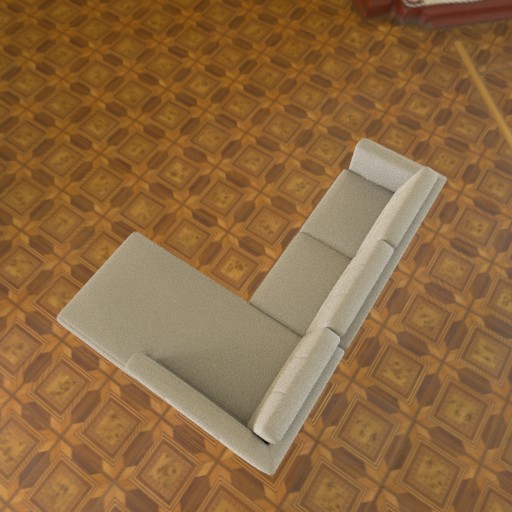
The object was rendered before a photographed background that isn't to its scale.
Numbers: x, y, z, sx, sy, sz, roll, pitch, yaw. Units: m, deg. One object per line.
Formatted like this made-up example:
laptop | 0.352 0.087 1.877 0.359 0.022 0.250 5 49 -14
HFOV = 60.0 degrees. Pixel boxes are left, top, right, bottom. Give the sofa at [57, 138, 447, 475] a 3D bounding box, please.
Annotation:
sofa | 0.000 0.000 2.826 1.530 0.860 2.040 31 68 14
